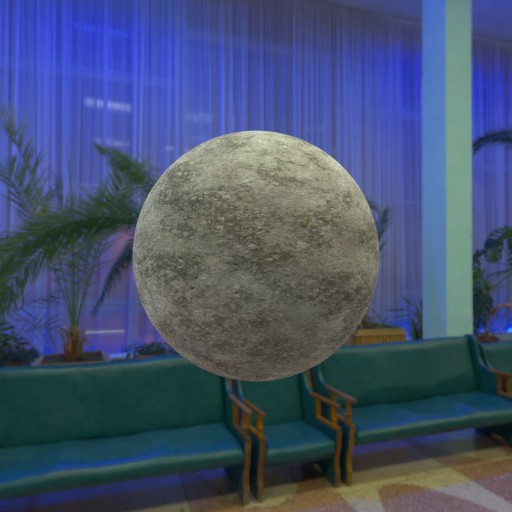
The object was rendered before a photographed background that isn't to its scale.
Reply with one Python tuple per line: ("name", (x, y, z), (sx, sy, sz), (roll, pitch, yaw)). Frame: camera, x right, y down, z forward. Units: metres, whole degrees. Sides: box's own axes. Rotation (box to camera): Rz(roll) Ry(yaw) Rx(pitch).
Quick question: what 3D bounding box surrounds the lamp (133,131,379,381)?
("lamp", (0.000, 0.000, 0.787), (0.422, 0.429, 0.422), (0, -1, 0))
